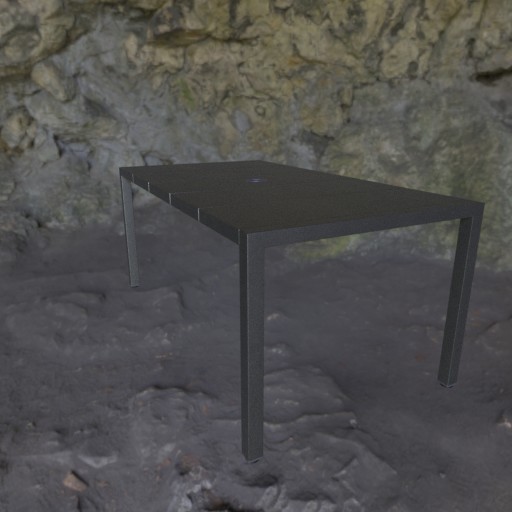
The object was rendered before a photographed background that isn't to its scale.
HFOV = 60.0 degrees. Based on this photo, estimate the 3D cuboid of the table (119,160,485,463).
[{"bbox_3d":[0.000,0.000,2.149,0.914,0.735,1.680,-9,20,-26],"label":"table"}]
